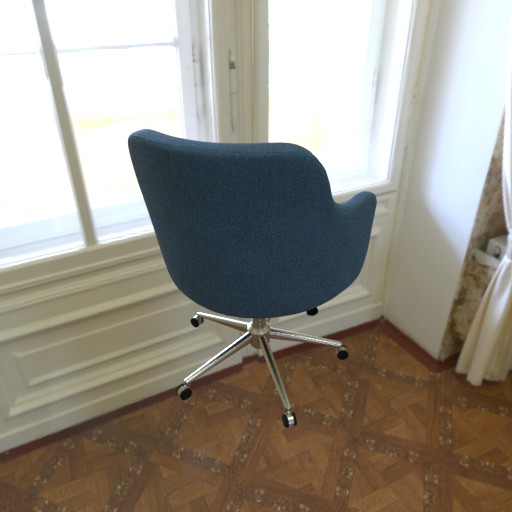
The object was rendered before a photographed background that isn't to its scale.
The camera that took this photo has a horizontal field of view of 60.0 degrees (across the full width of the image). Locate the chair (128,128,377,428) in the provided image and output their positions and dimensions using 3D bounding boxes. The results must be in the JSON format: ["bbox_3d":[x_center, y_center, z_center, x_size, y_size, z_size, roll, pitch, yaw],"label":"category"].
[{"bbox_3d":[0.000,0.000,1.246,0.599,0.820,0.655,10,33,16],"label":"chair"}]
